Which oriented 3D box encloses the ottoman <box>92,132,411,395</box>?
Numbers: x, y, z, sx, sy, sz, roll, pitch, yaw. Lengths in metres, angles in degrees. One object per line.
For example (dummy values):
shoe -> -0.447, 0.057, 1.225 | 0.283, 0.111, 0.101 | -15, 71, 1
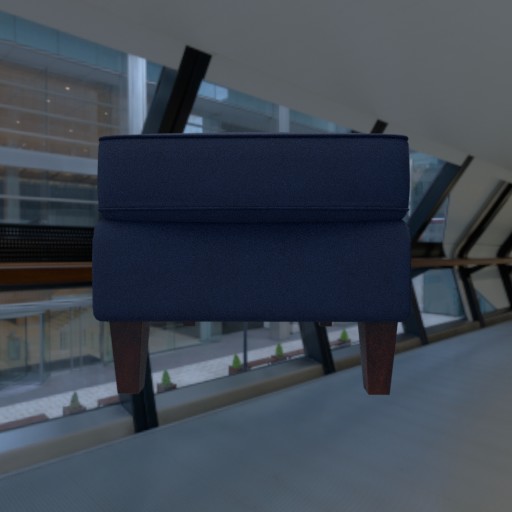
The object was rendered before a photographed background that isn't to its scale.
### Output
ottoman -> 0.000, 0.000, 1.392 | 0.686, 0.584, 0.965 | 0, 1, 1
